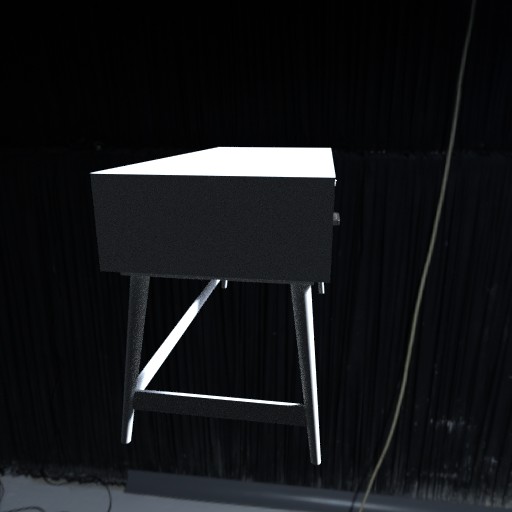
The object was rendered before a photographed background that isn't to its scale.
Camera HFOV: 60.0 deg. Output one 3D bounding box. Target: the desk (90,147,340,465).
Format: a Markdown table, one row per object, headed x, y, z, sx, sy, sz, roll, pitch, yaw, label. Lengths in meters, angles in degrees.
| x | y | z | sx | sy | sz | roll | pitch | yaw | label |
| --- | --- | --- | --- | --- | --- | --- | --- | --- | --- |
| 0.000 | 0.000 | 1.732 | 0.589 | 0.762 | 1.313 | 2 | 17 | 8 | desk |
